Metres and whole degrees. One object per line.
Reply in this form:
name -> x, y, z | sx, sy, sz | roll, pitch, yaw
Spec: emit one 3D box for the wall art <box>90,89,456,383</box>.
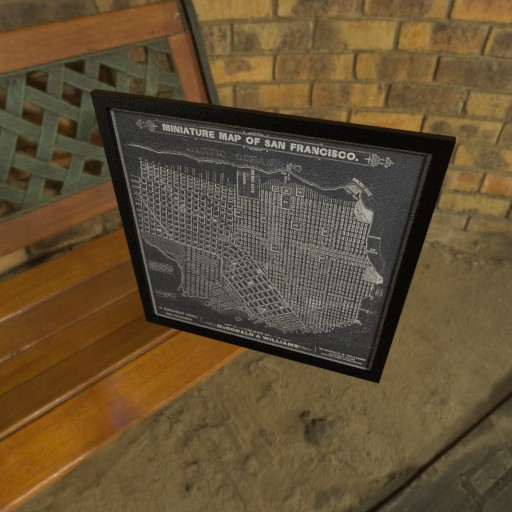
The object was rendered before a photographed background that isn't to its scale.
wall art -> 0.000, 0.000, 0.684 | 0.457, 0.458, 0.012 | 12, 42, 14
